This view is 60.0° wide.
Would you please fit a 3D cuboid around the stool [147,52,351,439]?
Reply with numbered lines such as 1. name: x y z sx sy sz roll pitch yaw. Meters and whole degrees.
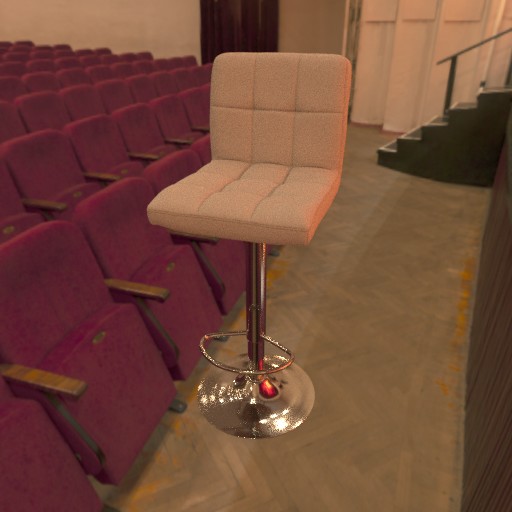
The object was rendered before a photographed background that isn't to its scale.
1. stool: 0.000 0.000 1.358 0.430 1.115 0.505 9 28 16
